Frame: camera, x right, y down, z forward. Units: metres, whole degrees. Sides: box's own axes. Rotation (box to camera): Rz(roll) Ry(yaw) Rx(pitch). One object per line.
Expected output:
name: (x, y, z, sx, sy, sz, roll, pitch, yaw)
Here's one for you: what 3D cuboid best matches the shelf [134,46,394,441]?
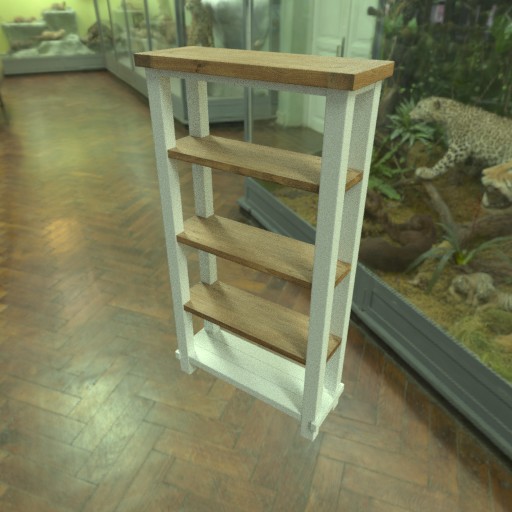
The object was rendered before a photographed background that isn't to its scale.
shelf: (0.000, 0.000, 2.279, 1.022, 1.878, 0.381, 19, 36, 29)
